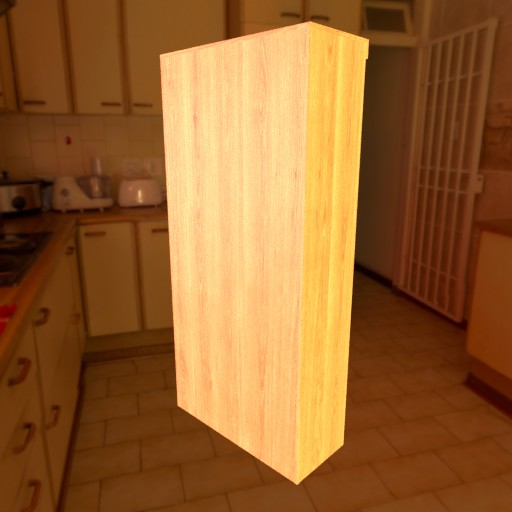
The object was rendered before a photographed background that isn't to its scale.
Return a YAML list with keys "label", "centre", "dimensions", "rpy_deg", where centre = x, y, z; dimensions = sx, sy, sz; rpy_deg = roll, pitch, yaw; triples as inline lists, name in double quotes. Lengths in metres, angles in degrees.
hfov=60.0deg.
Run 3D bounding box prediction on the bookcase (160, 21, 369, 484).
- label: "bookcase"
  centre: [0.000, 0.000, 2.337]
  dimensions: [0.950, 2.020, 0.420]
  rpy_deg: [14, 20, 42]
